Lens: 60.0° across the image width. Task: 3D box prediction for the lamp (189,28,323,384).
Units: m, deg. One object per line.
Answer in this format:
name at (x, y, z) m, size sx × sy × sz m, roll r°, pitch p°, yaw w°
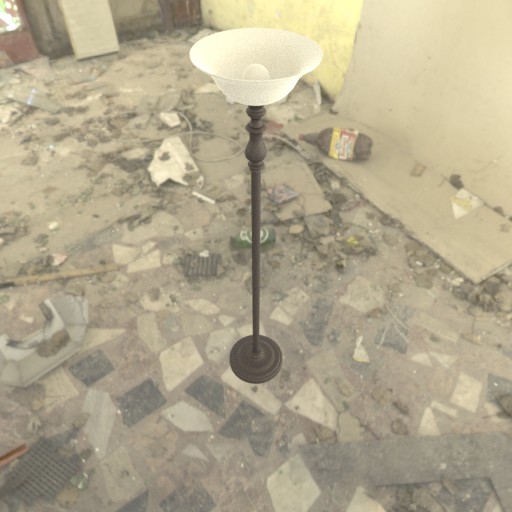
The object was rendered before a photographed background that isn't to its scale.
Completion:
lamp at (0.000, 0.000, 2.000) m, size 0.405 × 1.797 × 0.405 m, roll -10°, pitch 47°, yaw -10°
